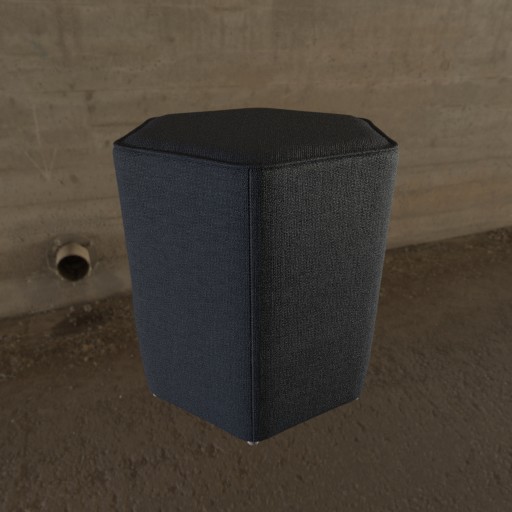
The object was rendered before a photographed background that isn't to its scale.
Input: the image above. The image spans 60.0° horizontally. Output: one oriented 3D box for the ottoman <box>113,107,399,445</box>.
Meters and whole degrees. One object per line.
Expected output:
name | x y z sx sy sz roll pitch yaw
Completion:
ottoman | 0.000 0.000 0.869 0.492 0.505 0.454 18 31 31
